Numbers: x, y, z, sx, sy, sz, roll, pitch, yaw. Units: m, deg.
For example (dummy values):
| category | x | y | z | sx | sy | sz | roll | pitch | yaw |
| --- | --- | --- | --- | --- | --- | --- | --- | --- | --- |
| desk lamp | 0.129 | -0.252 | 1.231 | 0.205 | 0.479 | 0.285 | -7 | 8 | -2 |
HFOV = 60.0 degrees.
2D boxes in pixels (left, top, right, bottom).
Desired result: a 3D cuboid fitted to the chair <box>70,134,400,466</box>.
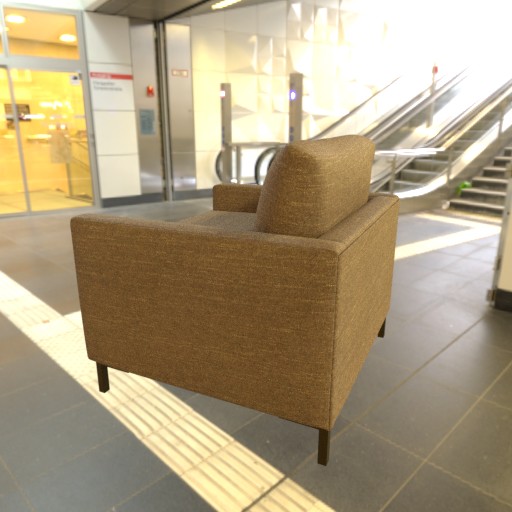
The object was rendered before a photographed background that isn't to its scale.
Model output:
| category | x | y | z | sx | sy | sz | roll | pitch | yaw |
| --- | --- | --- | --- | --- | --- | --- | --- | --- | --- |
| chair | 0.000 | 0.000 | 1.597 | 0.845 | 0.841 | 0.940 | 8 | 18 | 25 |
